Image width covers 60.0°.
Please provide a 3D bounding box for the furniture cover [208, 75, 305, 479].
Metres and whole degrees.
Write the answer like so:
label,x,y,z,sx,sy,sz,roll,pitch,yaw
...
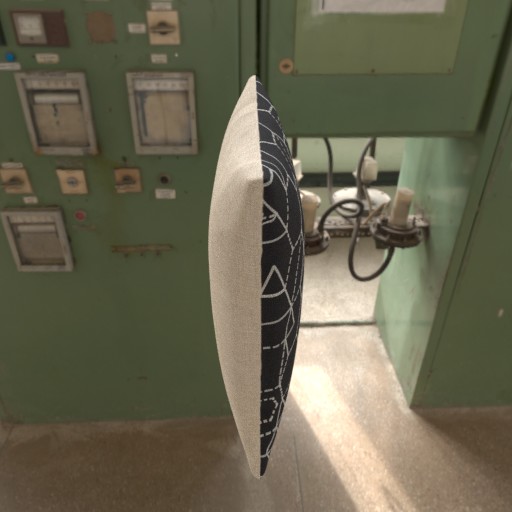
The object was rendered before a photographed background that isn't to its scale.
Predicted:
label,x,y,z,sx,sy,sz,roll,pitch,yaw
furniture cover,0.000,0.000,0.778,0.158,0.508,0.517,0,33,-1
